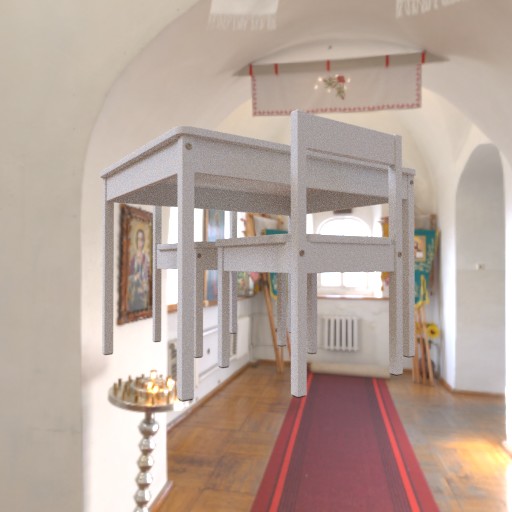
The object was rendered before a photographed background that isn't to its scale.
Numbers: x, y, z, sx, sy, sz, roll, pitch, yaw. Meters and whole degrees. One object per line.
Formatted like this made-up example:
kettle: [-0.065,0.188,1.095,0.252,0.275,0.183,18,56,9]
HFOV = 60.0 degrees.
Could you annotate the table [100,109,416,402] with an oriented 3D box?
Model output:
table: [0.000,0.000,1.124,0.650,0.503,0.672,1,-1,-35]
